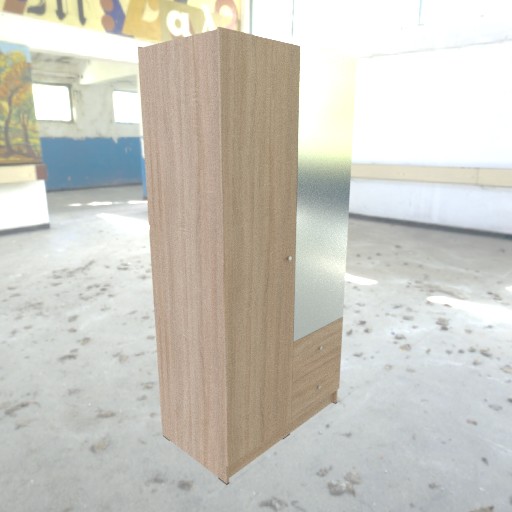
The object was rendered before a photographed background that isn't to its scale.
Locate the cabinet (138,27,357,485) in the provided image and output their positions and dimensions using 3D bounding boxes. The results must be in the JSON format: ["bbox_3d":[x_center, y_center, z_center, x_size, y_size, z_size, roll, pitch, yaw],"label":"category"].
[{"bbox_3d":[0.000,0.000,2.510,0.590,2.121,1.001,14,20,42],"label":"cabinet"}]
